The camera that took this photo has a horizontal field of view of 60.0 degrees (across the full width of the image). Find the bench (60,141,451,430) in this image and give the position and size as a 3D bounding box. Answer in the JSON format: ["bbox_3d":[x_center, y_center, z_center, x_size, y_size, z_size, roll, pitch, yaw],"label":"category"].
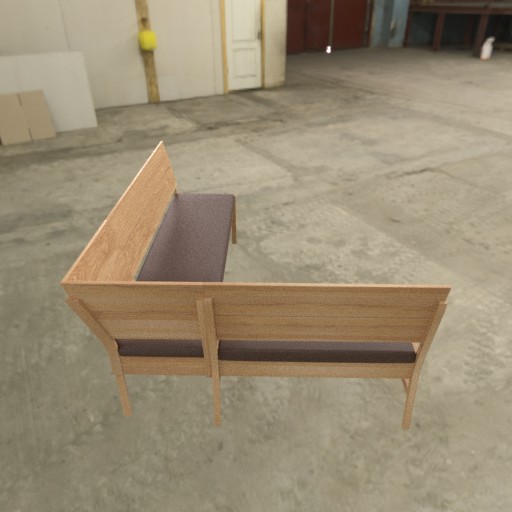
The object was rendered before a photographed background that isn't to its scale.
[{"bbox_3d":[0.000,0.000,2.802,1.549,0.890,1.975,0,31,0],"label":"bench"}]
